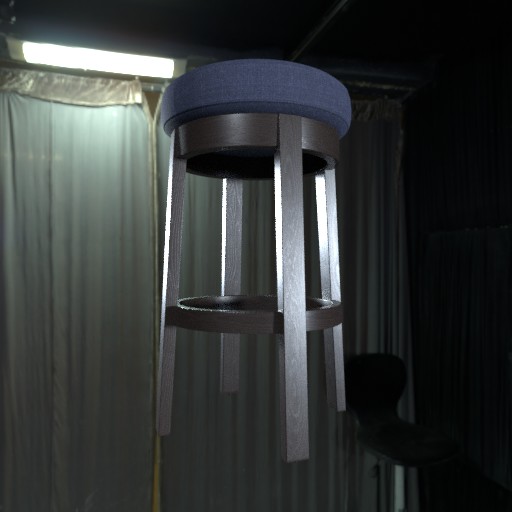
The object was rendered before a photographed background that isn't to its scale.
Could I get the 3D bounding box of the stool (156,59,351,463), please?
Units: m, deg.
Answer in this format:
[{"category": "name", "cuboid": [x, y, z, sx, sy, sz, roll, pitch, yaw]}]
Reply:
[{"category": "stool", "cuboid": [0.000, 0.000, 1.017, 0.446, 0.758, 0.446, 0, 0, 0]}]
